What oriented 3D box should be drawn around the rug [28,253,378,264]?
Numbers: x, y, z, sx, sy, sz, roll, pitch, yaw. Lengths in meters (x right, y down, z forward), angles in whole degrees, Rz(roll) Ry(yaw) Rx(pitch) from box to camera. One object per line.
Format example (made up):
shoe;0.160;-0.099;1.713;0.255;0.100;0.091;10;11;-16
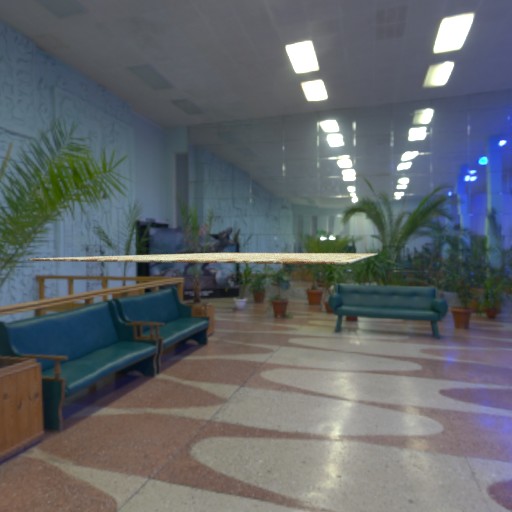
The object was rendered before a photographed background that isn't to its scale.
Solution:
rug;0.000;0.000;3.047;1.517;0.011;2.435;0;1;18
